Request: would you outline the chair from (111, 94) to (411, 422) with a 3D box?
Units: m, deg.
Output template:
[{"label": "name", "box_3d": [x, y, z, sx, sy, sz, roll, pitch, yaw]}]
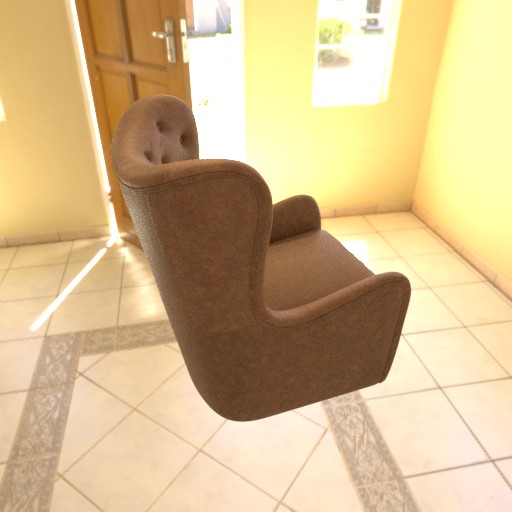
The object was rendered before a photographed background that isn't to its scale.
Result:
[{"label": "chair", "box_3d": [0.000, 0.000, 1.704, 0.930, 1.079, 0.831, -11, 33, -18]}]
